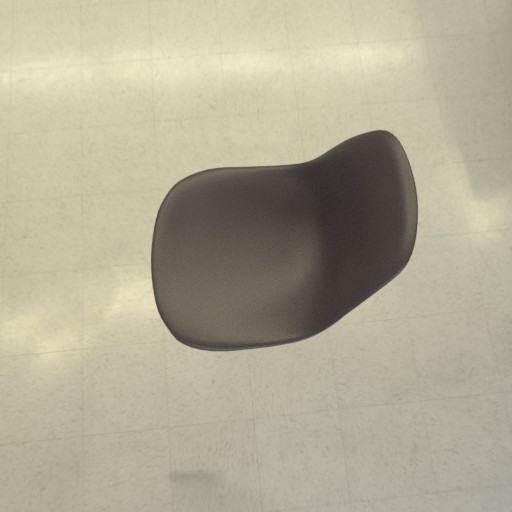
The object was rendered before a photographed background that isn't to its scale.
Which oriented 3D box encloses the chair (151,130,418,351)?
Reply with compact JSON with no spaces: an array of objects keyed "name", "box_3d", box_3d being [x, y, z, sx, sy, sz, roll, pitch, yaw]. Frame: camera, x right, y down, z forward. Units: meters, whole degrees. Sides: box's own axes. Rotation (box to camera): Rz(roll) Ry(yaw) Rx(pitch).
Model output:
[{"name":"chair","box_3d":[0.000,0.000,1.133,0.533,0.825,0.470,-3,77,-1]}]
